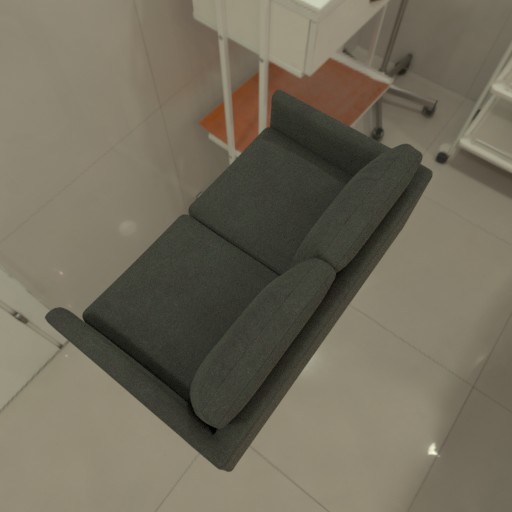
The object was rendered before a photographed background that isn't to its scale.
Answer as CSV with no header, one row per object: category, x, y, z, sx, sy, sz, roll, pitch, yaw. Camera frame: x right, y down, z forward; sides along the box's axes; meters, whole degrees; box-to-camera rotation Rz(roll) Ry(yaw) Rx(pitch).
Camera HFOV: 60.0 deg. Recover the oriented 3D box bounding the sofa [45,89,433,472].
sofa,0.000,0.000,2.467,1.091,0.845,1.909,34,68,16
